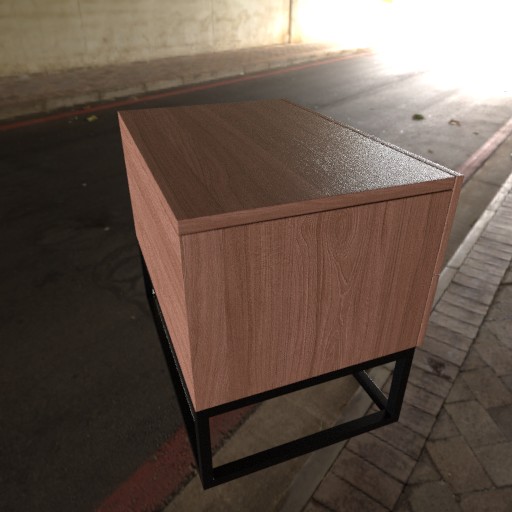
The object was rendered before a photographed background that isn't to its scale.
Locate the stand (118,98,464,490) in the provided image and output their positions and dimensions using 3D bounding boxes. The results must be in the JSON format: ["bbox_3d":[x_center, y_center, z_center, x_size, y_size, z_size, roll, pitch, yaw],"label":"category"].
[{"bbox_3d":[0.000,0.000,0.923,0.420,0.500,0.600,-11,32,-18],"label":"stand"}]
